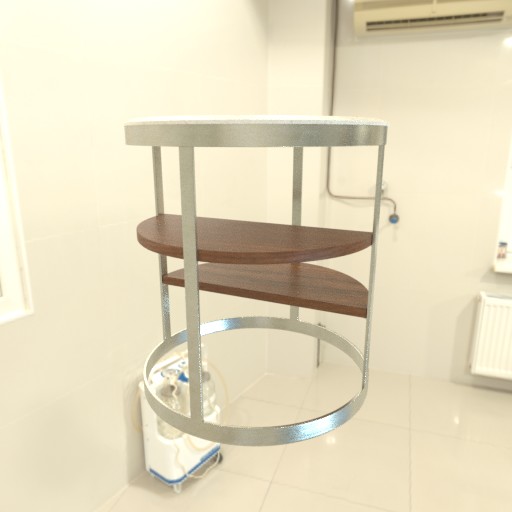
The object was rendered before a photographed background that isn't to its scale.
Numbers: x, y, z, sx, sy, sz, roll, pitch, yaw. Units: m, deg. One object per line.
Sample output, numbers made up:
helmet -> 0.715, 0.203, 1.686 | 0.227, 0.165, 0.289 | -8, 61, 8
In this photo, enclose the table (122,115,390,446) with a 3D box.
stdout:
table -> 0.000, 0.000, 0.761 | 0.407, 0.447, 0.407 | 0, 15, 0
